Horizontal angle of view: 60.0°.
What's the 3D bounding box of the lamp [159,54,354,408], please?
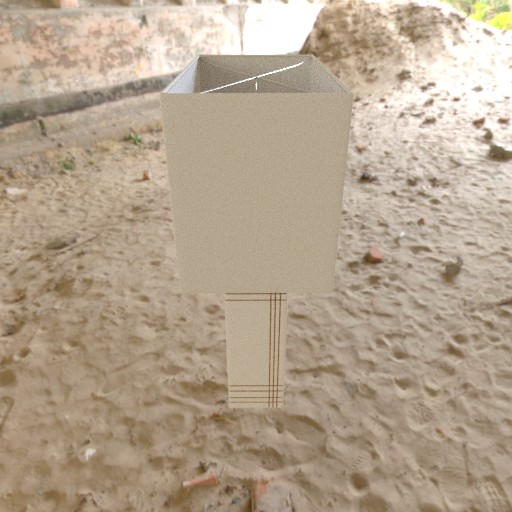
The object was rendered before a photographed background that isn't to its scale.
[{"bbox_3d":[0.000,0.000,0.691,0.182,0.543,0.334,0,30,0],"label":"lamp"}]
